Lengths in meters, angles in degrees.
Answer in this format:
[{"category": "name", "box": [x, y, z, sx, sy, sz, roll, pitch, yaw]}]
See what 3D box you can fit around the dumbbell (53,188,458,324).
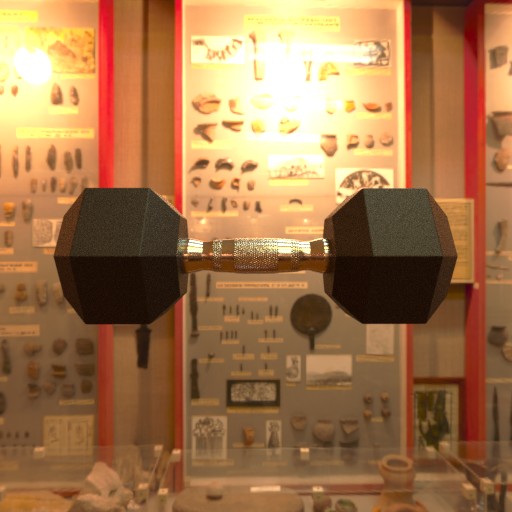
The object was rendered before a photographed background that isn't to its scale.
[{"category": "dumbbell", "box": [0.000, 0.000, 0.433, 0.356, 0.123, 0.141, 0, 0, -1]}]
